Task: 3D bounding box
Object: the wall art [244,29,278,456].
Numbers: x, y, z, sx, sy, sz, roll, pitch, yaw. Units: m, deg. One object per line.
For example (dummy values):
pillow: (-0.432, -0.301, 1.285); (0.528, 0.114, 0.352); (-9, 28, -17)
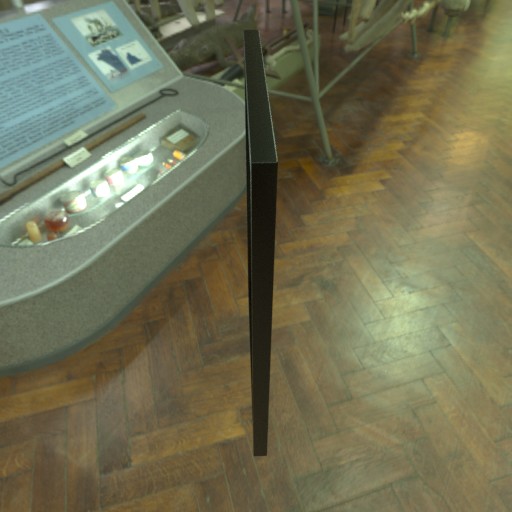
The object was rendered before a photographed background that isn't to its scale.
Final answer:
wall art: (0.000, 0.000, 0.572); (0.019, 0.455, 0.314); (-1, 42, -2)
